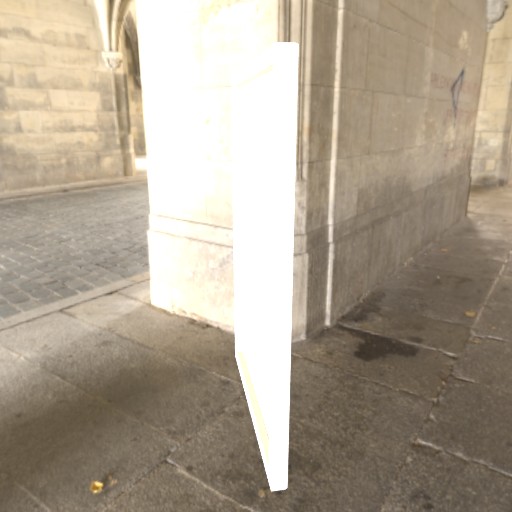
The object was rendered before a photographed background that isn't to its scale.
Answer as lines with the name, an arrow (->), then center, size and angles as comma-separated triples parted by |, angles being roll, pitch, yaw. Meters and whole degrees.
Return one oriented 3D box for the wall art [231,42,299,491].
wall art -> 0.000, 0.000, 1.145 | 0.038, 0.912, 0.607 | -3, 17, -10
